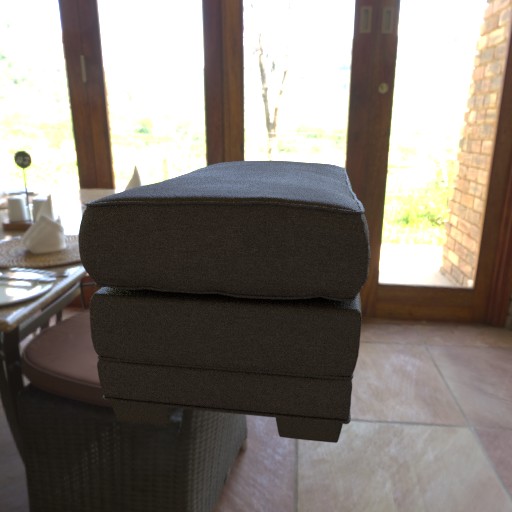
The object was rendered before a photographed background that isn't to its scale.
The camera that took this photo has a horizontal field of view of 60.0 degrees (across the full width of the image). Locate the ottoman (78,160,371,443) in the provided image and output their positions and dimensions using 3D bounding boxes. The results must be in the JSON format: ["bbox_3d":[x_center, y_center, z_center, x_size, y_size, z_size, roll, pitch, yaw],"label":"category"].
[{"bbox_3d":[0.000,0.000,1.135,0.490,0.448,0.864,2,16,8],"label":"ottoman"}]
